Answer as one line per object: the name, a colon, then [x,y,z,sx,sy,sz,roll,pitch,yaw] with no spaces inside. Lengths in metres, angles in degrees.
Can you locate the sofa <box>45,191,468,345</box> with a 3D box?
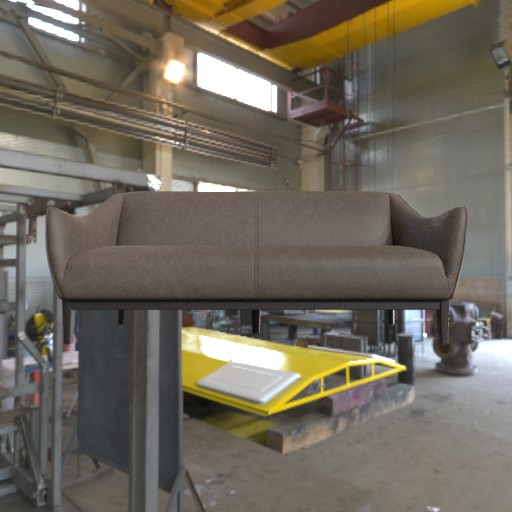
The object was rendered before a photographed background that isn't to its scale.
sofa: [0.000,0.000,2.396,1.928,0.831,0.869,0,-1,0]
